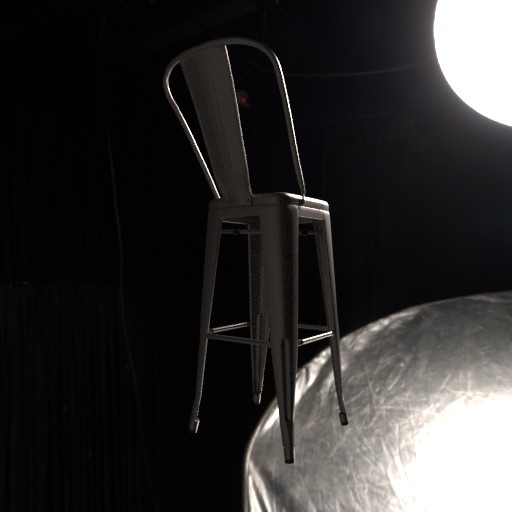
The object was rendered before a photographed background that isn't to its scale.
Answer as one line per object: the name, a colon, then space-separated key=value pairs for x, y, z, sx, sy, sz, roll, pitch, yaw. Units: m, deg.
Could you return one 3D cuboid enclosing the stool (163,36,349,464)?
stool: x=0.000 y=0.000 z=1.349 sx=0.399 sy=1.096 sz=0.513 roll=0 pitch=-1 yaw=36
